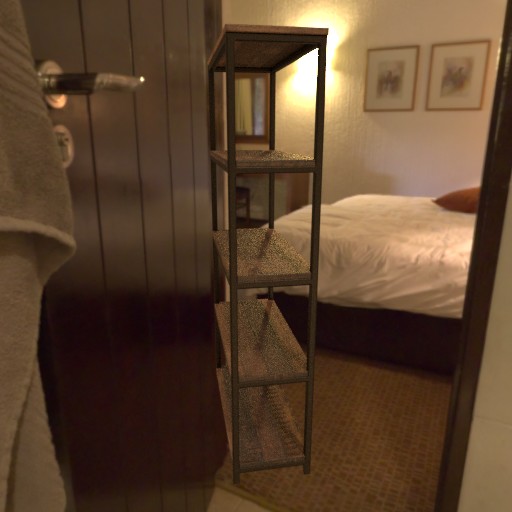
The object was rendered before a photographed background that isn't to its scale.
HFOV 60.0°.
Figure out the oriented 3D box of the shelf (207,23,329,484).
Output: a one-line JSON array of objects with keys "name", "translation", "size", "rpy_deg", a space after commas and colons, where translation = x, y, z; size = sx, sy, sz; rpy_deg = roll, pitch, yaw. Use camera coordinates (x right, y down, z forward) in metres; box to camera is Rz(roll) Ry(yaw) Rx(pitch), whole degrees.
[{"name": "shelf", "translation": [0.000, 0.000, 2.165], "size": [0.359, 1.860, 0.874], "rpy_deg": [-3, 16, -10]}]
